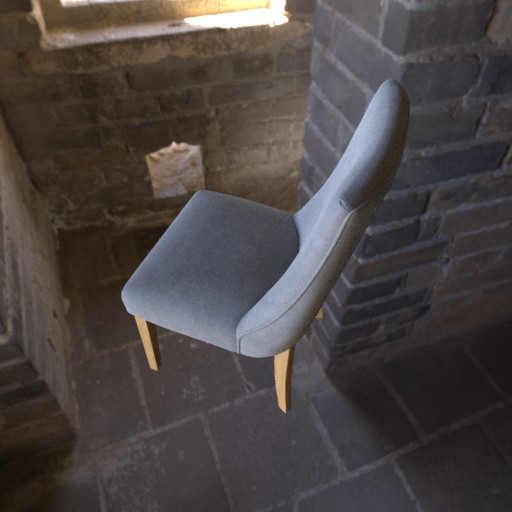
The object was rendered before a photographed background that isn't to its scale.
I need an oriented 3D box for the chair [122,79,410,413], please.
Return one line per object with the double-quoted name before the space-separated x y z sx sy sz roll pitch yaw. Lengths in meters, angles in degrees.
"chair" 0.000 0.000 1.232 0.610 0.902 0.495 16 49 14
